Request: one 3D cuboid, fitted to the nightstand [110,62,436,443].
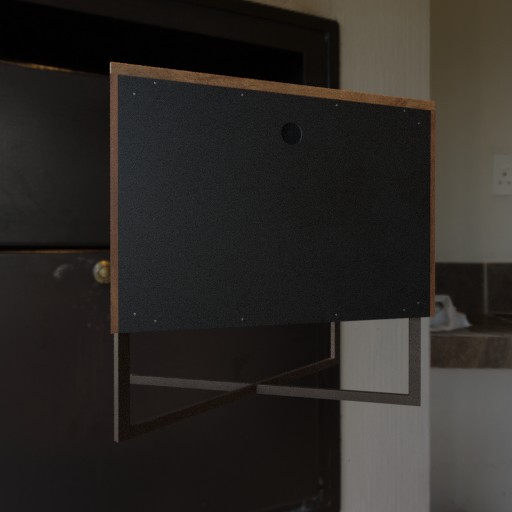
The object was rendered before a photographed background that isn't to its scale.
[{"bbox_3d":[0.000,0.000,0.994,0.613,0.615,0.427,0,0,-17],"label":"nightstand"}]
